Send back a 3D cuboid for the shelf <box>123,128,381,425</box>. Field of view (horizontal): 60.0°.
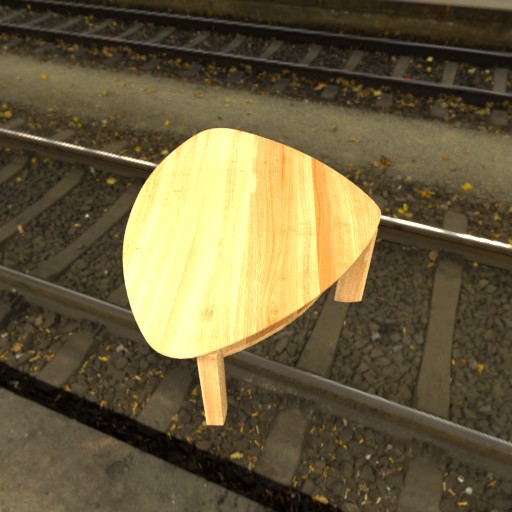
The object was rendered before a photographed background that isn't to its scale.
[{"bbox_3d":[0.000,0.000,1.692,0.863,0.439,1.240,1,42,1],"label":"shelf"}]
